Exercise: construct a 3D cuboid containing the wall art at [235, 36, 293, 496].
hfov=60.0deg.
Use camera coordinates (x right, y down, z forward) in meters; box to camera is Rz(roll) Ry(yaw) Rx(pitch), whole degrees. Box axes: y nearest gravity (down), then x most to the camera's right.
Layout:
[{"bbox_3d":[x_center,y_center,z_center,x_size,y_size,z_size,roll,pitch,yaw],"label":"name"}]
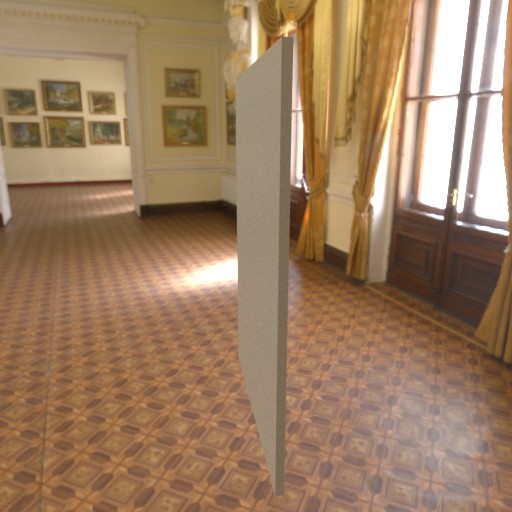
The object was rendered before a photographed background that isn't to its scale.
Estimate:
[{"bbox_3d":[0.000,0.000,0.592,0.010,0.474,0.325,-3,16,-9],"label":"wall art"}]
